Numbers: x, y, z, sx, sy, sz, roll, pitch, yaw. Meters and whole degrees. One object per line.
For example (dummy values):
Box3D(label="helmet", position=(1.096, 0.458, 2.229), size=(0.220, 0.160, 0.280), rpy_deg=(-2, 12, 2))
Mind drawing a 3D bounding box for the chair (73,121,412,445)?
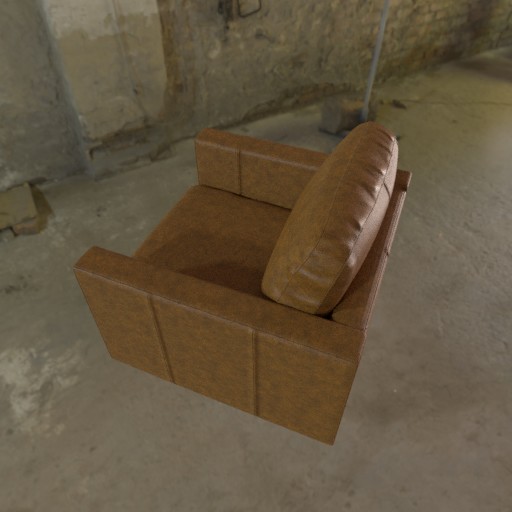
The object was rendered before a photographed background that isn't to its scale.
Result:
Box3D(label="chair", position=(0.000, 0.000, 1.647), size=(0.909, 0.956, 0.890), rpy_deg=(16, 48, 15))
